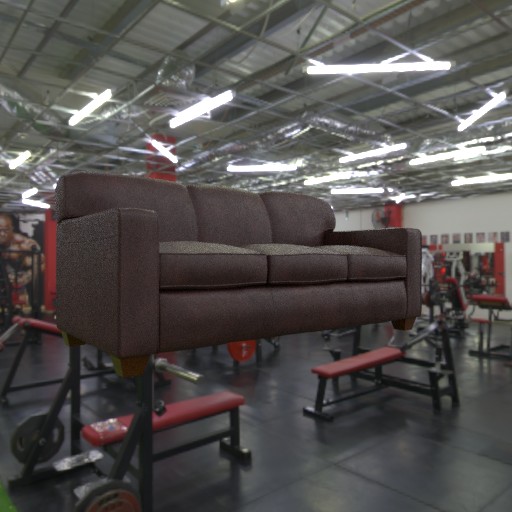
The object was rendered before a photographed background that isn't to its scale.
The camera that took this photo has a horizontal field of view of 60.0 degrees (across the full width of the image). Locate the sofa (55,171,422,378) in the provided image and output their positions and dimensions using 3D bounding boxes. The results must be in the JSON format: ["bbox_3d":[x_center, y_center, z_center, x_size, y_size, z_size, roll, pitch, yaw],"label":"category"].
[{"bbox_3d":[0.000,0.000,2.630,2.039,0.953,1.008,0,0,-37],"label":"sofa"}]
